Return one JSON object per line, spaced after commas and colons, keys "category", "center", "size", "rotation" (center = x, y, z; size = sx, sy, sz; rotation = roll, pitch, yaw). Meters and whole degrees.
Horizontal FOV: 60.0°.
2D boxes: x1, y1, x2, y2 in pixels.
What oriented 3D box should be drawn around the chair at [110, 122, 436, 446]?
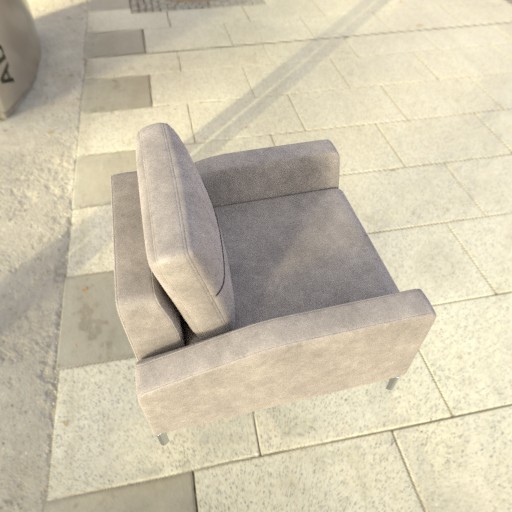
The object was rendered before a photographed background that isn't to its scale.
{"category": "chair", "center": [0.000, 0.000, 1.576], "size": [0.900, 0.800, 0.900], "rotation": [-10, 50, -9]}
